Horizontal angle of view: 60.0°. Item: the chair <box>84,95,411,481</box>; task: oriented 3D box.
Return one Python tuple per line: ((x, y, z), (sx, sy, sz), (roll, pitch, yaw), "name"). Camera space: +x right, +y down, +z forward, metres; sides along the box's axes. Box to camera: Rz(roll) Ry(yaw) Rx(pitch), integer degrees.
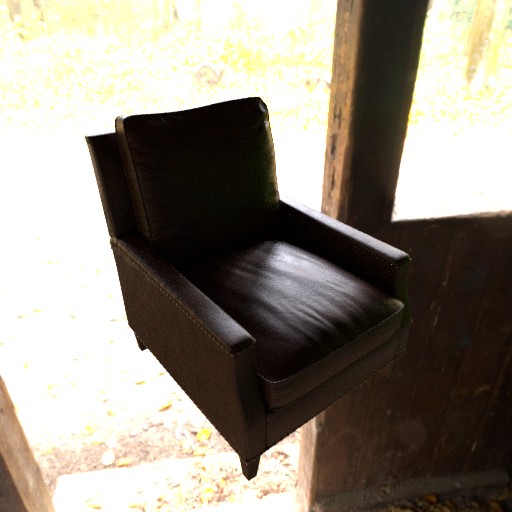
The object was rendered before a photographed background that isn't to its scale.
((0.000, 0.000, 1.766), (0.854, 1.054, 1.035), (-22, 37, -32), "chair")
